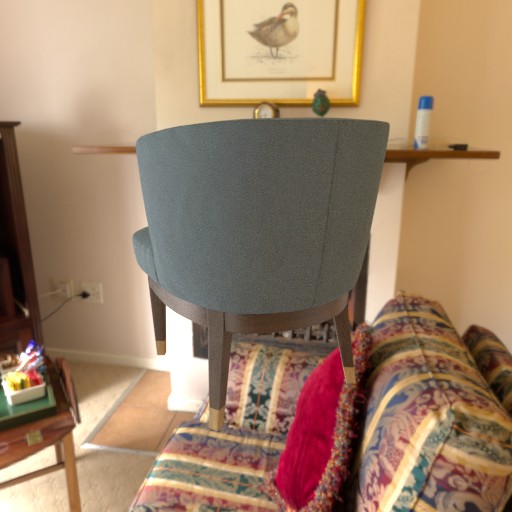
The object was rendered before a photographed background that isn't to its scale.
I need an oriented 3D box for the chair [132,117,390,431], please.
[{"bbox_3d":[0.000,0.000,1.303,0.661,0.760,0.702,-8,18,-28],"label":"chair"}]
